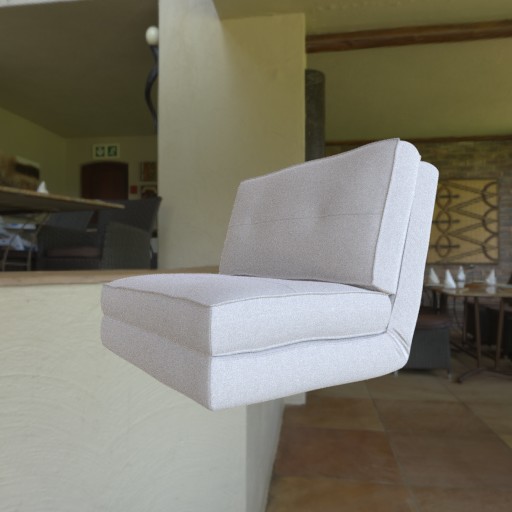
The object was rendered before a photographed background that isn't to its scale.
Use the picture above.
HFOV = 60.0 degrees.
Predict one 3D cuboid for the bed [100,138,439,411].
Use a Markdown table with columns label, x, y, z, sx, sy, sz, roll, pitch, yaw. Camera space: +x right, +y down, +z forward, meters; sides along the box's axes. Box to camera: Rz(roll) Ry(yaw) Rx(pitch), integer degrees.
| label | x | y | z | sx | sy | sz | roll | pitch | yaw |
| --- | --- | --- | --- | --- | --- | --- | --- | --- | --- |
| bed | 0.000 | 0.000 | 1.354 | 0.749 | 0.614 | 0.799 | 0 | 0 | -34 |
